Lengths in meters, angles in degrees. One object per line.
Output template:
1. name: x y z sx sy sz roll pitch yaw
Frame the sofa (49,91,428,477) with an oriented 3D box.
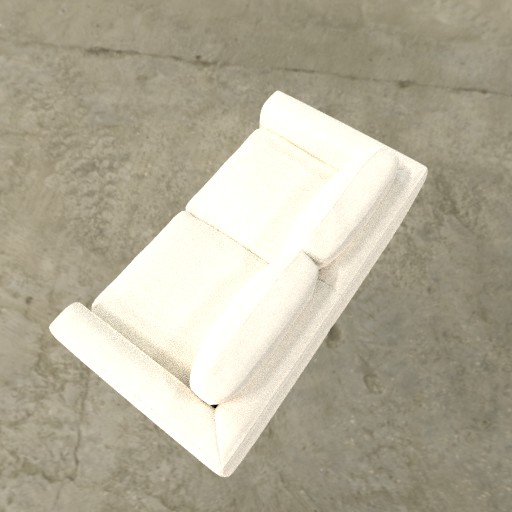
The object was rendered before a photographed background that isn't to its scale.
1. sofa: 0.000 0.000 2.402 1.069 0.801 1.920 33 68 15
